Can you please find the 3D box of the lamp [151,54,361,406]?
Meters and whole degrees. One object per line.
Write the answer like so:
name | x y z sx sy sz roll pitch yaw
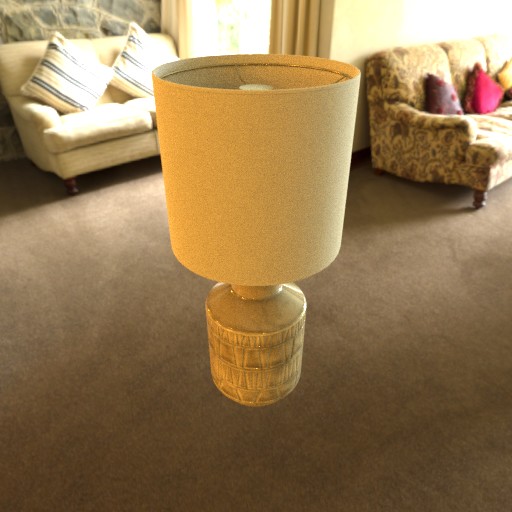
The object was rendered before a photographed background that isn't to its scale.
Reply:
lamp | 0.000 0.000 0.576 0.211 0.455 0.211 0 32 0
